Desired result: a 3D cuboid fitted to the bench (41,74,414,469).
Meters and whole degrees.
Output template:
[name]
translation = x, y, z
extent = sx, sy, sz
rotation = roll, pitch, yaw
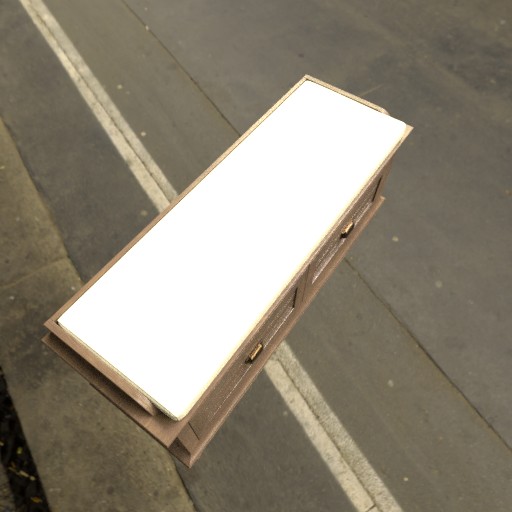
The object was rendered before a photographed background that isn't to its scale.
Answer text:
[bench]
translation = 0.000, 0.000, 1.410
extent = 0.402, 0.501, 1.185
rotation = 32, 63, 18
